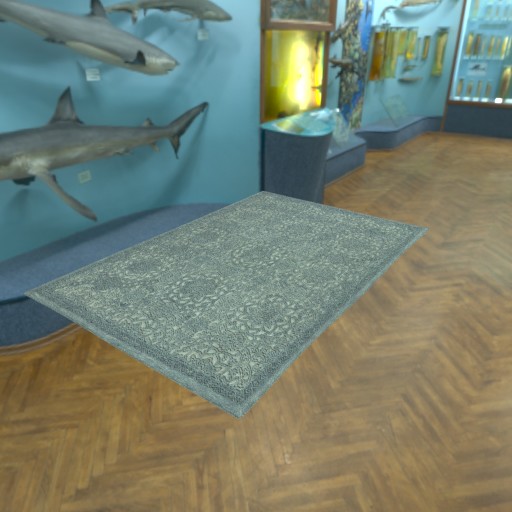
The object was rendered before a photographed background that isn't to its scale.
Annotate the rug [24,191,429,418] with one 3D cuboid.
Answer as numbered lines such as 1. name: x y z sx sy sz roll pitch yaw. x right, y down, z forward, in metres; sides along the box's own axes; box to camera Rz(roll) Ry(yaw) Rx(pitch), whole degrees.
1. rug: 0.000 0.000 2.300 1.224 0.016 1.830 18 31 32
